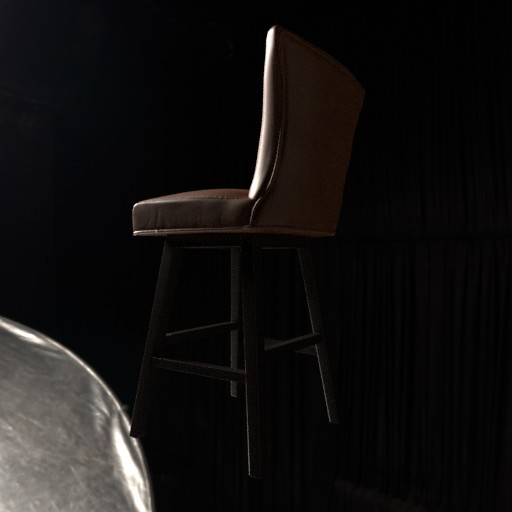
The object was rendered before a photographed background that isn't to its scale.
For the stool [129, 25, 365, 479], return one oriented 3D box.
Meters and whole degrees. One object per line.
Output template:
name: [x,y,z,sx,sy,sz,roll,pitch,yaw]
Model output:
stool: [0.000,0.000,1.379,0.585,1.094,0.522,0,0,36]
